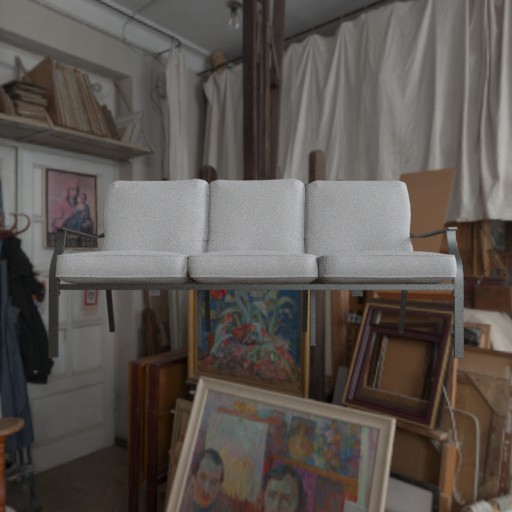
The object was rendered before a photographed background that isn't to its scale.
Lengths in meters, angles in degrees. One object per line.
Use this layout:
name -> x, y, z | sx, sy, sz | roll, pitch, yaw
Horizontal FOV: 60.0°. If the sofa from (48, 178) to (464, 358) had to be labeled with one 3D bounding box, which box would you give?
sofa -> 0.000, 0.000, 2.191 | 1.740, 0.860, 0.787 | 0, 0, 0
